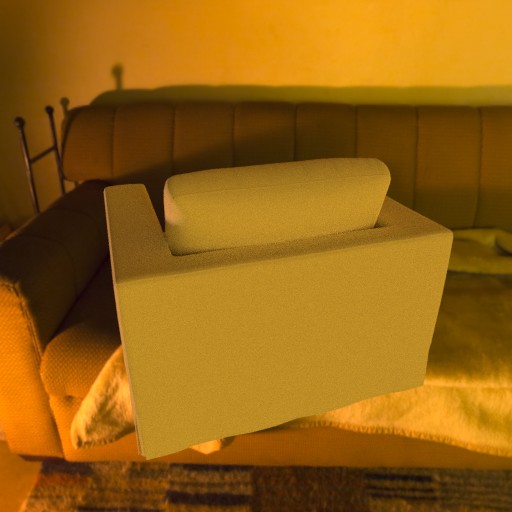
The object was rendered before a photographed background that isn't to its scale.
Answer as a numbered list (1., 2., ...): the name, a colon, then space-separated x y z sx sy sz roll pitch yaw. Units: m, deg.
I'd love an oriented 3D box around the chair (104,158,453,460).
1. chair: 0.000 0.000 1.818 1.150 0.878 0.957 -8 27 -17
